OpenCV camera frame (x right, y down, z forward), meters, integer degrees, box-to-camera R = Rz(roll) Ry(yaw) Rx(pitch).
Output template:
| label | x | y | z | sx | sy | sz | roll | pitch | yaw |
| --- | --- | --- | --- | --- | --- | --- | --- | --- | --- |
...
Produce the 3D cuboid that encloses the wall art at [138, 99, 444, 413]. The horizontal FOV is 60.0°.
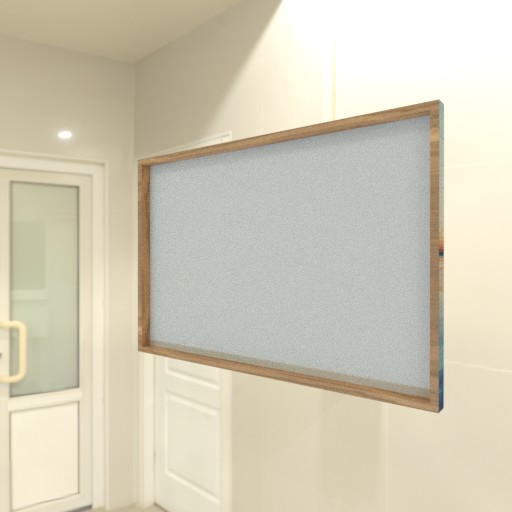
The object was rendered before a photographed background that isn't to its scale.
| label | x | y | z | sx | sy | sz | roll | pitch | yaw |
| --- | --- | --- | --- | --- | --- | --- | --- | --- | --- |
| wall art | 0.000 | 0.000 | 1.142 | 0.911 | 0.605 | 0.037 | 0 | 0 | 37 |
